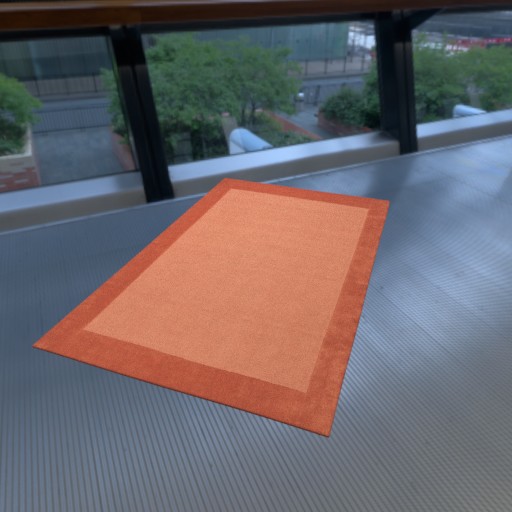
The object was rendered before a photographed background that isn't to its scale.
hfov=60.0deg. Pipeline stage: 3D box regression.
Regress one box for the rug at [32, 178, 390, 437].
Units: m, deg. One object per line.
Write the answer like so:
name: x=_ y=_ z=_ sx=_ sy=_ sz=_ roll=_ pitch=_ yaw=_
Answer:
rug: x=0.000 y=0.000 z=2.992 sx=1.524 sy=0.014 sz=2.438 roll=11 pitch=33 yaw=17
